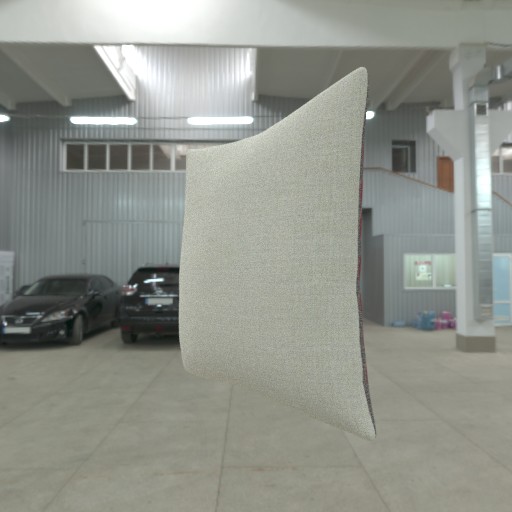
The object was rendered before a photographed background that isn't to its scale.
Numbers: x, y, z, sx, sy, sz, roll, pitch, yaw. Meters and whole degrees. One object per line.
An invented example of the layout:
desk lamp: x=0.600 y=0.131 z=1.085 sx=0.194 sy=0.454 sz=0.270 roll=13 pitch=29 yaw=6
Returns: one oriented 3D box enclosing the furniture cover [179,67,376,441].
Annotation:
furniture cover: x=0.000 y=0.000 z=0.660 sx=0.145 sy=0.420 sz=0.435 roll=1 pitch=-2 yaw=-36
